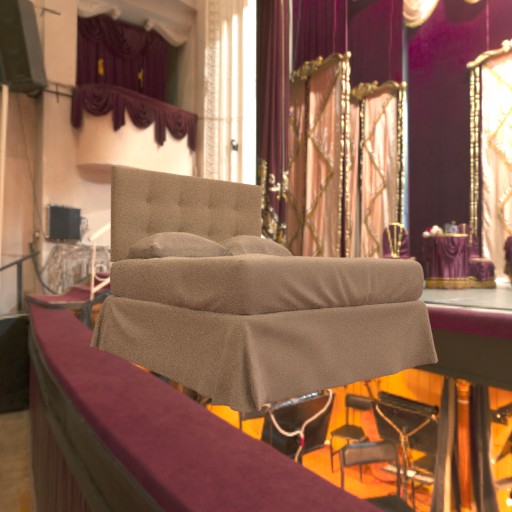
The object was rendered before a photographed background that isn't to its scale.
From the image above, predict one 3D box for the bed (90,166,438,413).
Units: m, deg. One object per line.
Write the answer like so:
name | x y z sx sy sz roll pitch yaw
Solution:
bed | 0.000 0.000 3.528 1.936 1.577 2.222 1 -1 -38
